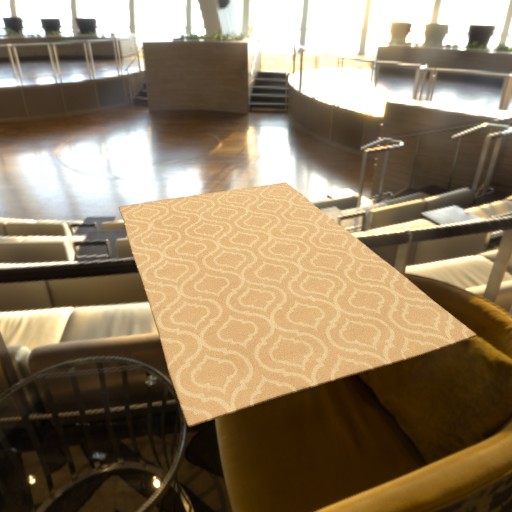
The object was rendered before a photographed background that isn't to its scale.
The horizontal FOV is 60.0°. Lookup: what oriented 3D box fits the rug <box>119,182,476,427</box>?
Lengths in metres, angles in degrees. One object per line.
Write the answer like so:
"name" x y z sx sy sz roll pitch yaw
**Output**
"rug" 0.000 0.000 2.225 1.152 0.013 1.761 -11 32 -19
